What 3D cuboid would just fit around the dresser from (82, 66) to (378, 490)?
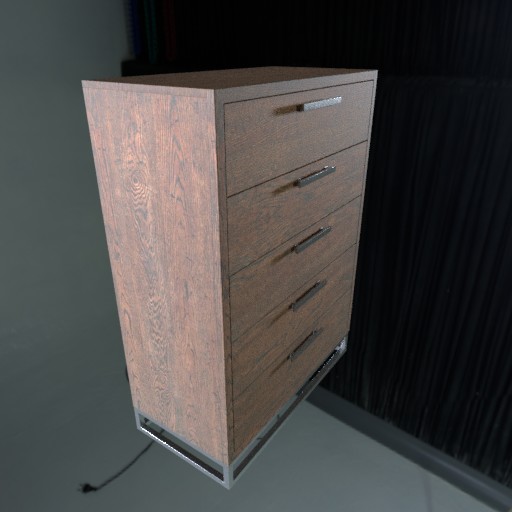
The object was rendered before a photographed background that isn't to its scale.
[{"bbox_3d":[0.000,0.000,1.738,0.508,1.321,0.965,17,30,31],"label":"dresser"}]
